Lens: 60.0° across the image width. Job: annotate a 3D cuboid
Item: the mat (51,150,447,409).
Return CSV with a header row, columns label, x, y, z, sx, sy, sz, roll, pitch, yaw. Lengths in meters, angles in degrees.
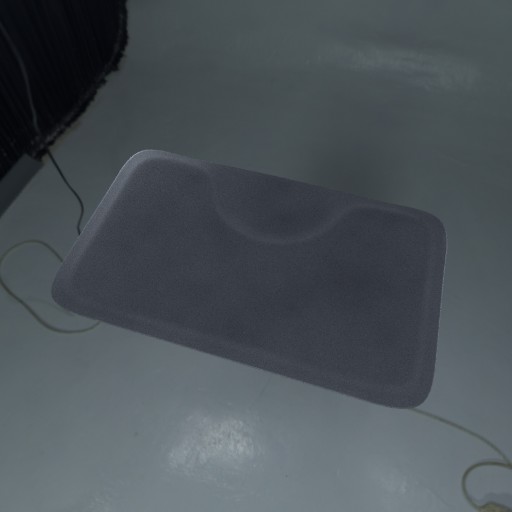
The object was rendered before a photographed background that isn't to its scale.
label,x,y,z,sx,sy,sz,roll,pitch,yaw
mat,0.000,0.000,1.857,1.524,0.013,0.918,15,59,9
